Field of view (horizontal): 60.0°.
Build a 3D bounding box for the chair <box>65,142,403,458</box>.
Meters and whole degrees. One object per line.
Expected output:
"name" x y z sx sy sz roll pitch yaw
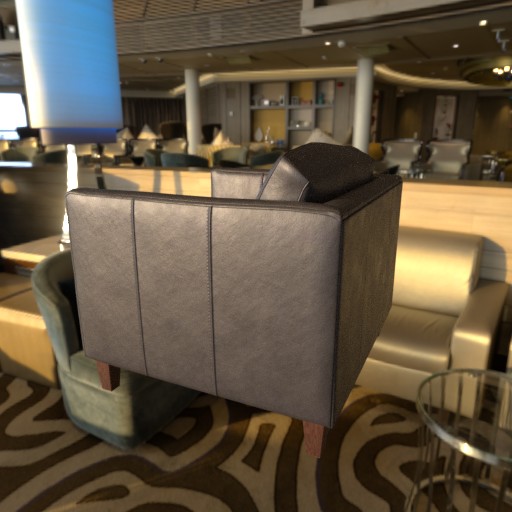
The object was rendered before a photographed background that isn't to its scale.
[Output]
"chair" 0.000 0.000 1.609 0.862 0.811 0.939 7 17 25
